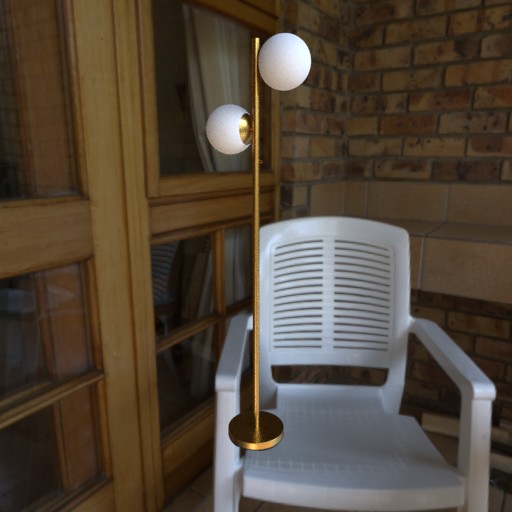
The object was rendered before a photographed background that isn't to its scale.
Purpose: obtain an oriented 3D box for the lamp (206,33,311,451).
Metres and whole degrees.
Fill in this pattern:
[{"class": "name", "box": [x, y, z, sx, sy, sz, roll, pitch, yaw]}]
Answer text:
[{"class": "lamp", "box": [0.000, 0.000, 1.808, 0.419, 1.641, 0.249, 7, 15, 27]}]
